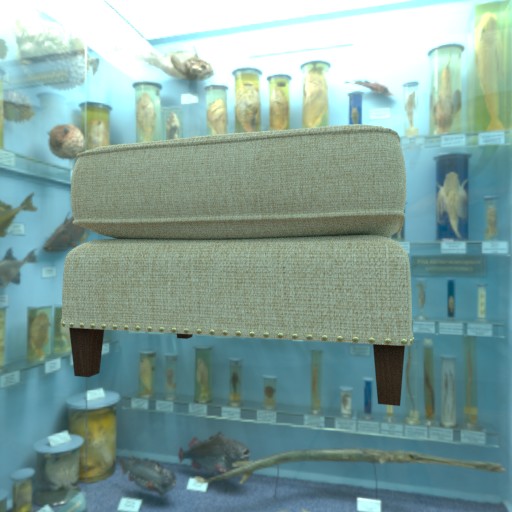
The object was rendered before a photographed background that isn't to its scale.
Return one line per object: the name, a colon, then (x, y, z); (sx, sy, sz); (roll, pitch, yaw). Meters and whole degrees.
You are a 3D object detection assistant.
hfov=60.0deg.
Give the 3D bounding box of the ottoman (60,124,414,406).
ottoman: (0.000, 0.000, 1.131); (0.738, 0.537, 0.589); (0, 0, 17)
